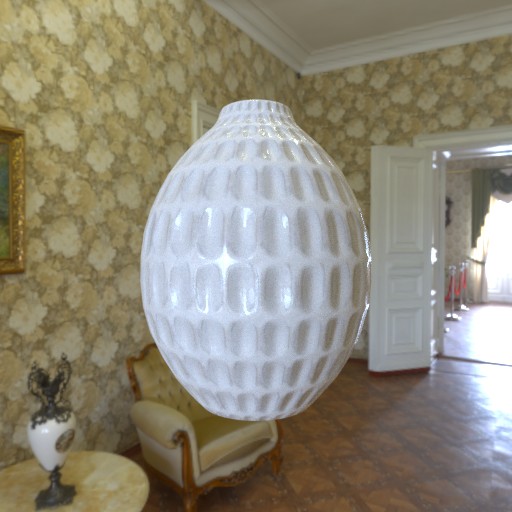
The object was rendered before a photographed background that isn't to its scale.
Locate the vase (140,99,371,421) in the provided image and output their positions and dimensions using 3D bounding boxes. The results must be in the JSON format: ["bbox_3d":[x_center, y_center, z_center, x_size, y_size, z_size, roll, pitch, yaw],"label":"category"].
[{"bbox_3d":[0.000,0.000,0.254,0.128,0.167,0.128,0,1,0],"label":"vase"}]
